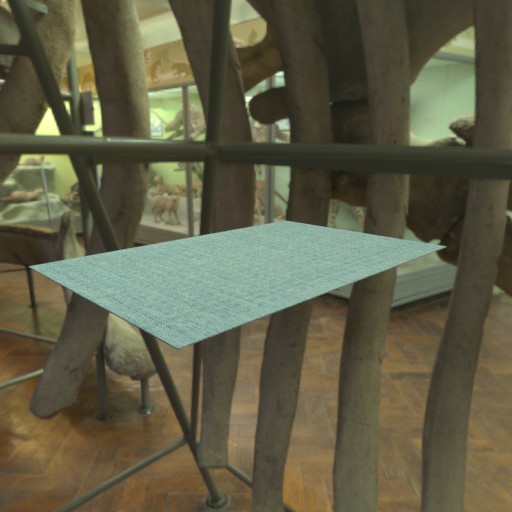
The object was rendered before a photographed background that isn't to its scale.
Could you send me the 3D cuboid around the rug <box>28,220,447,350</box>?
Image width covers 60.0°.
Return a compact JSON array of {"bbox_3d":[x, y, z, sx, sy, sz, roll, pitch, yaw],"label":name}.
[{"bbox_3d":[0.000,0.000,2.880,2.286,0.006,1.522,-14,20,-43],"label":"rug"}]
